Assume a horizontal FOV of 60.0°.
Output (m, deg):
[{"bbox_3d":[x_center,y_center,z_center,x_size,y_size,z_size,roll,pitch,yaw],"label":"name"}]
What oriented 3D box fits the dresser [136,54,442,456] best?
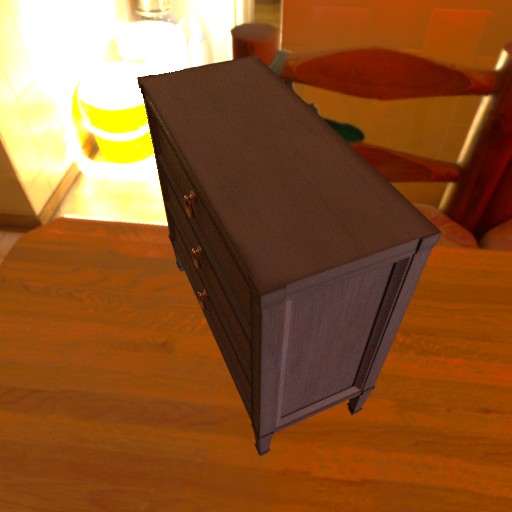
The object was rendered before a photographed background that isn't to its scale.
[{"bbox_3d":[0.000,0.000,1.632,0.463,0.986,1.049,-18,50,-16],"label":"dresser"}]
